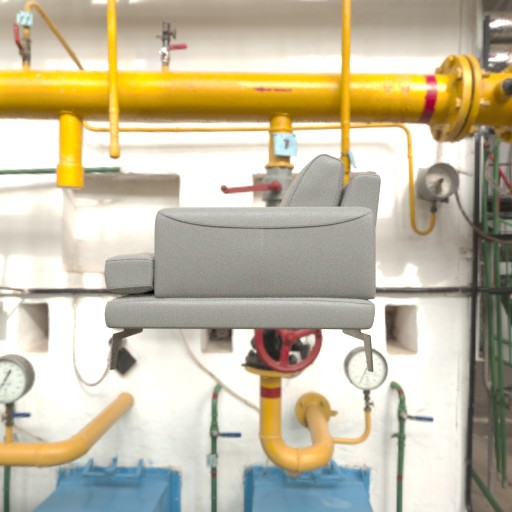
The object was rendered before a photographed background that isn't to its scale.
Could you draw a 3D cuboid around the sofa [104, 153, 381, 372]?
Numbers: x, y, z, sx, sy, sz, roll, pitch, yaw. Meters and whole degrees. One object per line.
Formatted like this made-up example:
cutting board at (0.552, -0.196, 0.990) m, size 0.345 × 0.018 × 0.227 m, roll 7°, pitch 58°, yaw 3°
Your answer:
sofa at (0.000, 0.000, 2.422) m, size 0.974 × 0.765 × 1.940 m, roll 0°, pitch 0°, yaw 2°
